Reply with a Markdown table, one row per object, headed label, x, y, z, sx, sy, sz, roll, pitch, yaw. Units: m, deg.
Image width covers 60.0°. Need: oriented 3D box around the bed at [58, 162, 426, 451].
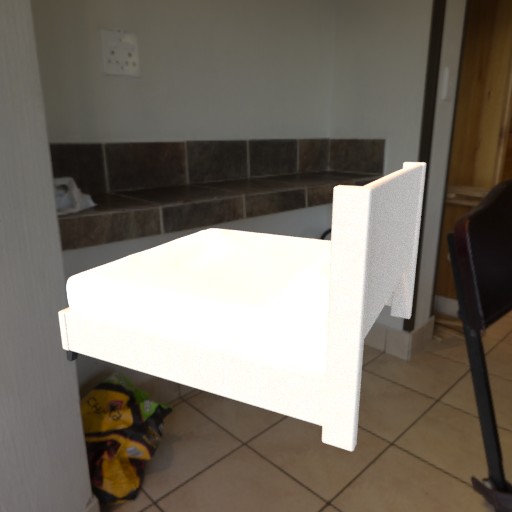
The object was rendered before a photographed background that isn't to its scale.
| label | x | y | z | sx | sy | sz | roll | pitch | yaw |
| --- | --- | --- | --- | --- | --- | --- | --- | --- | --- |
| bed | 0.000 | 0.000 | 3.687 | 2.293 | 1.471 | 2.145 | 8 | 17 | 26 |
